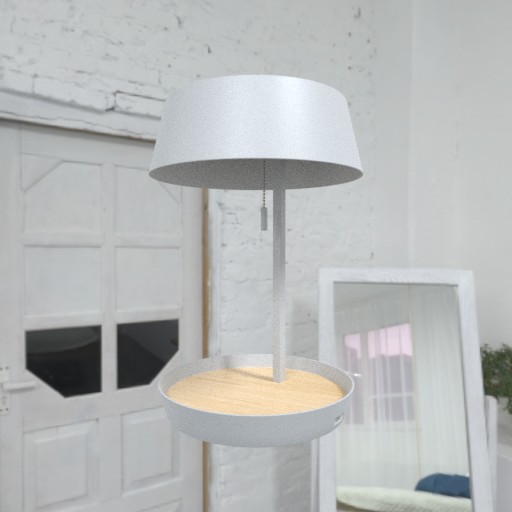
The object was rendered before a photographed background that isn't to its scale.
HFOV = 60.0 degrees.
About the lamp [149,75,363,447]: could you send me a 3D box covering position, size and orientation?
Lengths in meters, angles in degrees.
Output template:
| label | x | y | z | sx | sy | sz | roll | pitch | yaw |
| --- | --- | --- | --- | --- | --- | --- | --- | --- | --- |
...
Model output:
| label | x | y | z | sx | sy | sz | roll | pitch | yaw |
| --- | --- | --- | --- | --- | --- | --- | --- | --- | --- |
| lamp | 0.000 | 0.000 | 0.621 | 0.291 | 0.429 | 0.291 | 0 | 2 | 0 |
